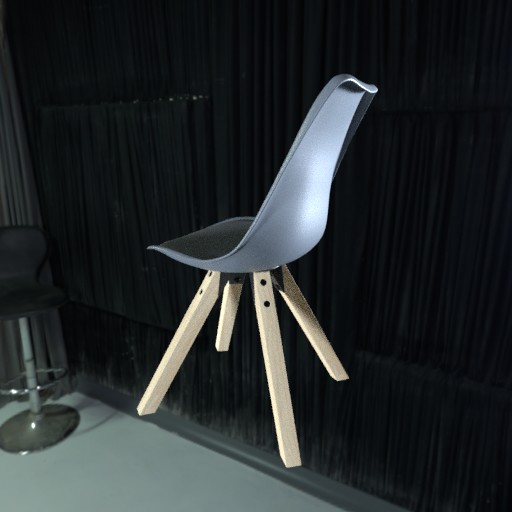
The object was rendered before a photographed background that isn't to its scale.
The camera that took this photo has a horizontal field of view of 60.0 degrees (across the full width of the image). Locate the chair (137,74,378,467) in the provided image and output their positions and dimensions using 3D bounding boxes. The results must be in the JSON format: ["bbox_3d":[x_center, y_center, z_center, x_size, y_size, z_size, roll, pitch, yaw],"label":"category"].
[{"bbox_3d":[0.000,0.000,1.175,0.550,0.850,0.485,8,18,25],"label":"chair"}]
